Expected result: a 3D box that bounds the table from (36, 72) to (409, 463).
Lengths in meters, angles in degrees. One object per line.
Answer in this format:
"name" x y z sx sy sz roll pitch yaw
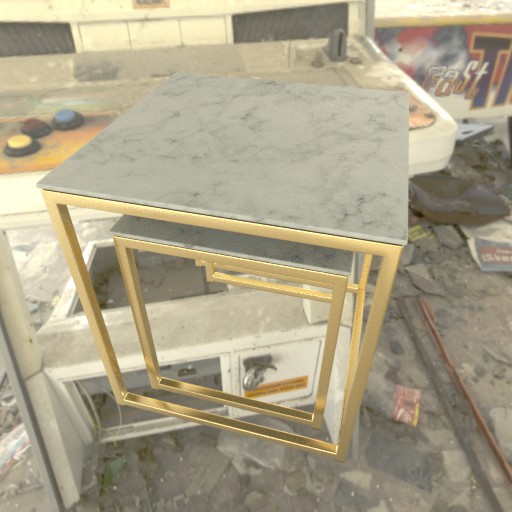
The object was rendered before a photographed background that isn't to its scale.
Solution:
"table" 0.000 0.000 0.834 0.450 0.500 0.450 10 41 12
